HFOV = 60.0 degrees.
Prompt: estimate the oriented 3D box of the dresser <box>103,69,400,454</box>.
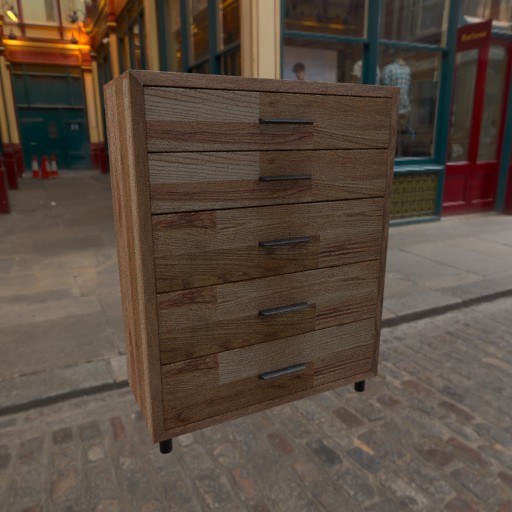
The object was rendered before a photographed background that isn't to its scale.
[{"bbox_3d":[0.000,0.000,1.726,0.966,1.243,0.480,-7,17,-26],"label":"dresser"}]
